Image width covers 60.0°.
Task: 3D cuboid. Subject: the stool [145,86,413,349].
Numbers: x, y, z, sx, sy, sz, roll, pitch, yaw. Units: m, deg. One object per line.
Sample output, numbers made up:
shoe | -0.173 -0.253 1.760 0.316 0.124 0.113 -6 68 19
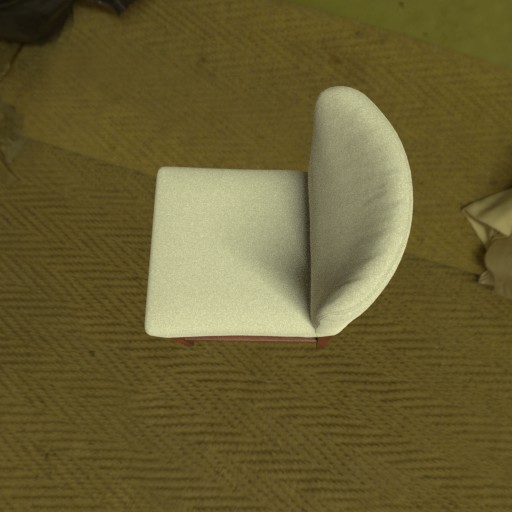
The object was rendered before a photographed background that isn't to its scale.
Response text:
stool | 0.000 0.000 1.256 0.568 0.968 0.479 1 74 0
